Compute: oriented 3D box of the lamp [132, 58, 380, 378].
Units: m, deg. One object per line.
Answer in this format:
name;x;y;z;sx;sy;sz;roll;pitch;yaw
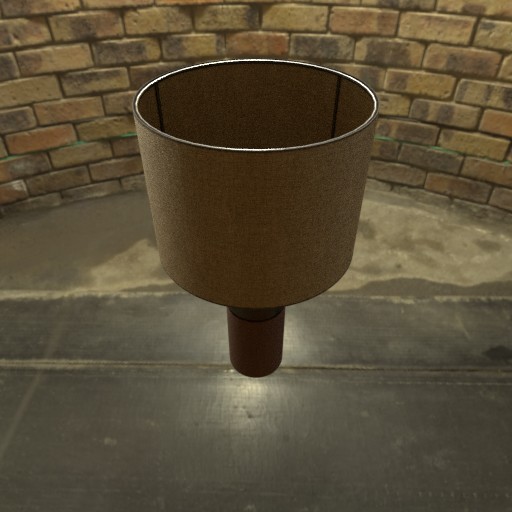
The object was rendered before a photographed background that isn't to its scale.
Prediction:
lamp;0.000;0.000;0.481;0.202;0.350;0.202;0;40;0
